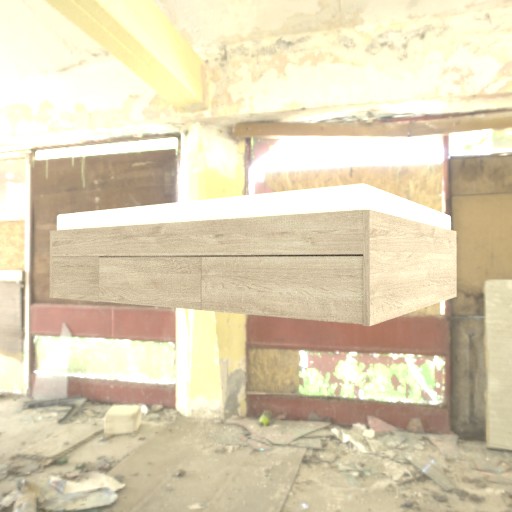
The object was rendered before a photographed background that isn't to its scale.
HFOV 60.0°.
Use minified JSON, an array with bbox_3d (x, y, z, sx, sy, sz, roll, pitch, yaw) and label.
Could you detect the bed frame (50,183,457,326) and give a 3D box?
[{"bbox_3d":[0.000,0.000,2.641,1.944,0.490,1.448,0,-1,35],"label":"bed frame"}]
